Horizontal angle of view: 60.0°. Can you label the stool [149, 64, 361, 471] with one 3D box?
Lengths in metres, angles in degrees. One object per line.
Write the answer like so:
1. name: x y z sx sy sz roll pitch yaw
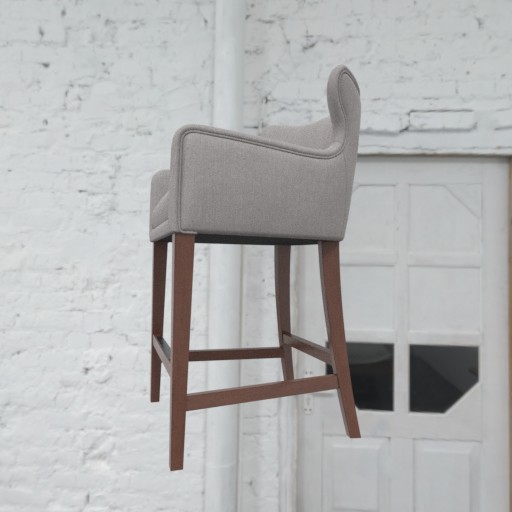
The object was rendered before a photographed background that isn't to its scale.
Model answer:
1. stool: 0.000 0.000 1.312 0.575 0.951 0.575 0 -1 -18
